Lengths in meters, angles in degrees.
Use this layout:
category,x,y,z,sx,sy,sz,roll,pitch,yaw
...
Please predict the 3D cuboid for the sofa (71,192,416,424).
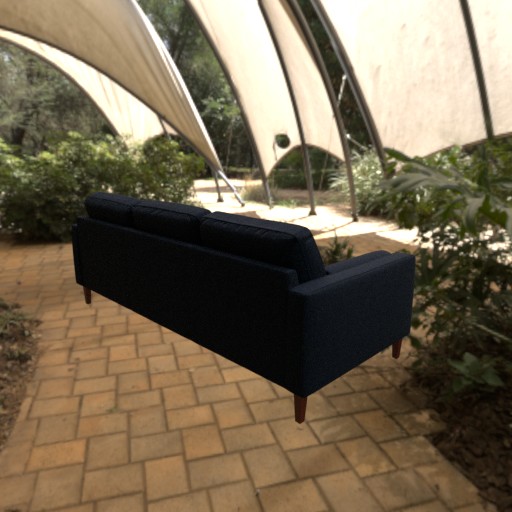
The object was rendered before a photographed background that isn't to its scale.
category,x,y,z,sx,sy,sz,roll,pitch,yaw
sofa,0.000,0.000,3.012,1.613,0.841,2.185,-14,20,-43
